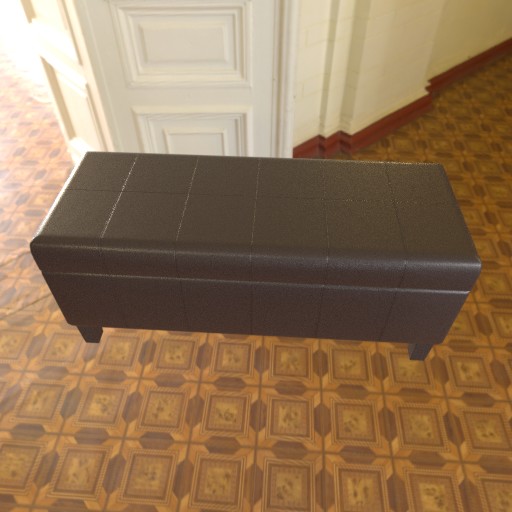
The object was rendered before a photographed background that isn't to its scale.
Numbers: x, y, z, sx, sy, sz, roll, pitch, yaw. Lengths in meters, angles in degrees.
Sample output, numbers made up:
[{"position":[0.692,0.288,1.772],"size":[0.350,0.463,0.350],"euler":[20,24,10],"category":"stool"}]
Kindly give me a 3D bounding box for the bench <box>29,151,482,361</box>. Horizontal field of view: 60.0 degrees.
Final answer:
[{"position":[0.000,0.000,1.346],"size":[1.092,0.457,0.429],"euler":[3,46,2],"category":"bench"}]
